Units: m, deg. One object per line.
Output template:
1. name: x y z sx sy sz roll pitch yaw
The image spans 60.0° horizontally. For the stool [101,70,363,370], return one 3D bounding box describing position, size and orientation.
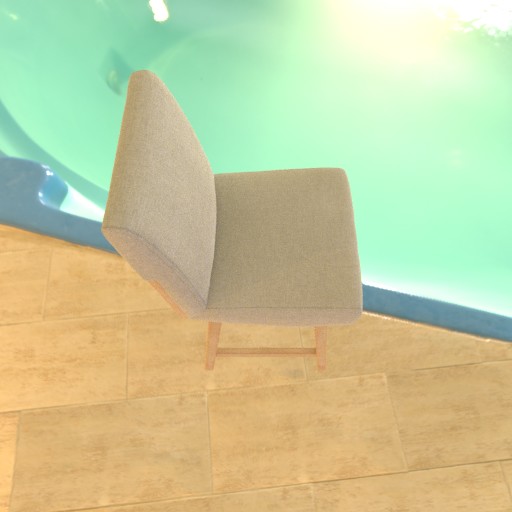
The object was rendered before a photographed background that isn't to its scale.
1. stool: 0.000 0.000 1.421 0.606 1.085 0.507 0 63 0
